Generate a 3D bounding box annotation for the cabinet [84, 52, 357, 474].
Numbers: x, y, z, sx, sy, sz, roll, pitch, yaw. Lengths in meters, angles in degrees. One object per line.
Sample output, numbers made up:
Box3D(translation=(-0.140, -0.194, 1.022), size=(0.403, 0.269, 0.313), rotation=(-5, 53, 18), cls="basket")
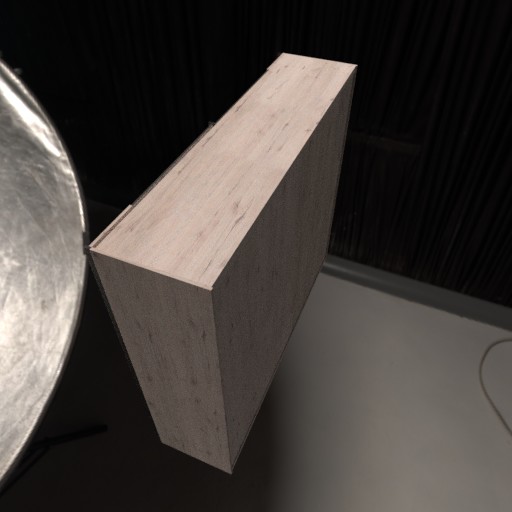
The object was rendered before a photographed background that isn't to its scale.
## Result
Box3D(translation=(0.000, 0.000, 3.524), size=(0.660, 2.180, 2.500), rotation=(17, 48, 16), cls="cabinet")
